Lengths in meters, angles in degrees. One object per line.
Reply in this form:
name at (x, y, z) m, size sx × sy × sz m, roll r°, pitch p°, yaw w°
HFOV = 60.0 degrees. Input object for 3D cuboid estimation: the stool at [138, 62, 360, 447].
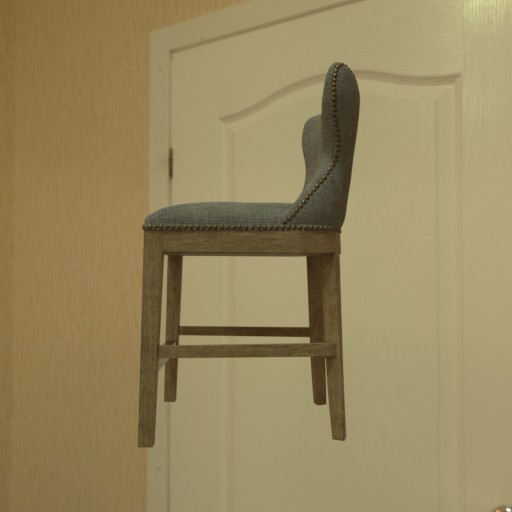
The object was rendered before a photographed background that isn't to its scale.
stool at (0.000, 0.000, 1.335) m, size 0.608 × 0.981 × 0.498 m, roll 0°, pitch -1°, yaw -2°
